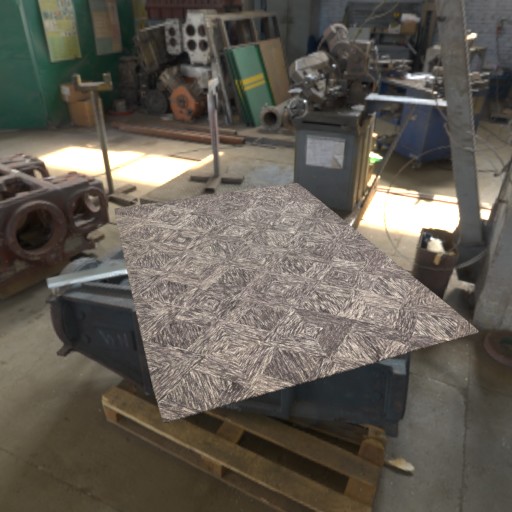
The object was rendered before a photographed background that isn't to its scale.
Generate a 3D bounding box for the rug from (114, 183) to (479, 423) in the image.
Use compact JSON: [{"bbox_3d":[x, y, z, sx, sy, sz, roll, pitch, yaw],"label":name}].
[{"bbox_3d":[0.000,0.000,5.356,2.997,0.020,4.093,-11,32,-17],"label":"rug"}]
